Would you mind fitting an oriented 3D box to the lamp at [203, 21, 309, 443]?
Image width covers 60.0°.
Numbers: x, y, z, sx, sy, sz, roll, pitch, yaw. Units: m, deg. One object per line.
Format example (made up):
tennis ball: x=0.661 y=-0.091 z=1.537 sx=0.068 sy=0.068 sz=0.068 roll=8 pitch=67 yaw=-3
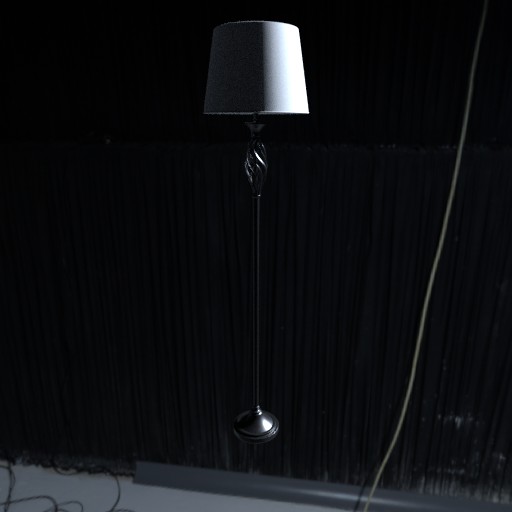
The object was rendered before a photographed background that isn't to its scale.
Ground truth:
lamp: x=0.000 y=0.000 z=1.761 sx=0.379 sy=1.623 sz=0.379 roll=0 pitch=17 yaw=0
